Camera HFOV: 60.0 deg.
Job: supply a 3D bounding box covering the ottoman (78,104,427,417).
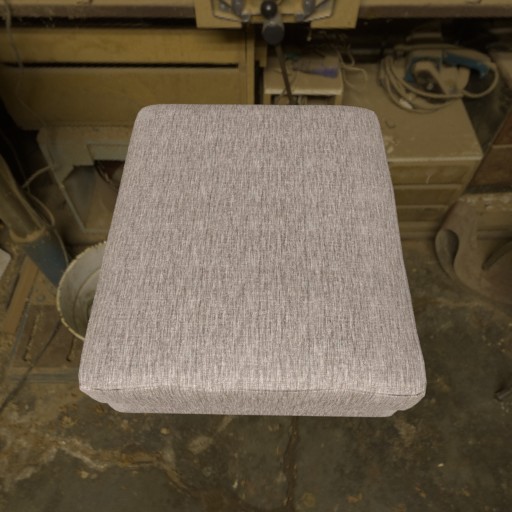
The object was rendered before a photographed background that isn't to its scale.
[{"bbox_3d":[0.000,0.000,1.439,0.839,0.492,0.994,1,58,1],"label":"ottoman"}]
